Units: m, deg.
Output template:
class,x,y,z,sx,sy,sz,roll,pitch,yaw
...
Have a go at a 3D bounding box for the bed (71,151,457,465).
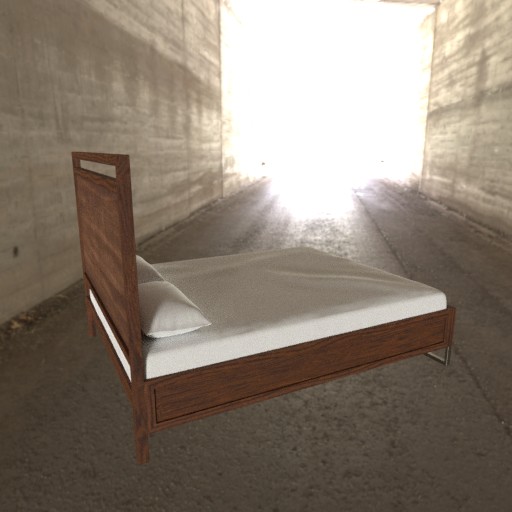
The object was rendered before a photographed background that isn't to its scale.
class,x,y,z,sx,sy,sz,roll,pitch,yaw
bed,0.000,0.000,3.256,2.218,1.487,1.765,-7,15,-27
